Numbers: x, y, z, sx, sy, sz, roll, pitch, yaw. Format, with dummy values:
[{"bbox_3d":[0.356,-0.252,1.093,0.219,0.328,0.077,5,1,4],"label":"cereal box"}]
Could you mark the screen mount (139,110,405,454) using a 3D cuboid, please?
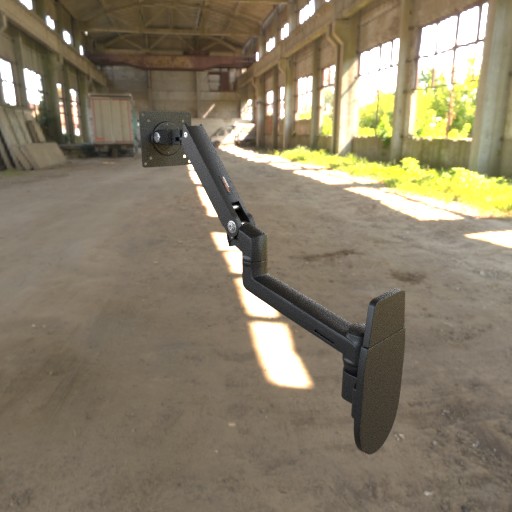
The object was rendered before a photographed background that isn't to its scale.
[{"bbox_3d":[0.000,0.000,0.730,0.115,0.466,0.495,-15,22,-42],"label":"screen mount"}]
